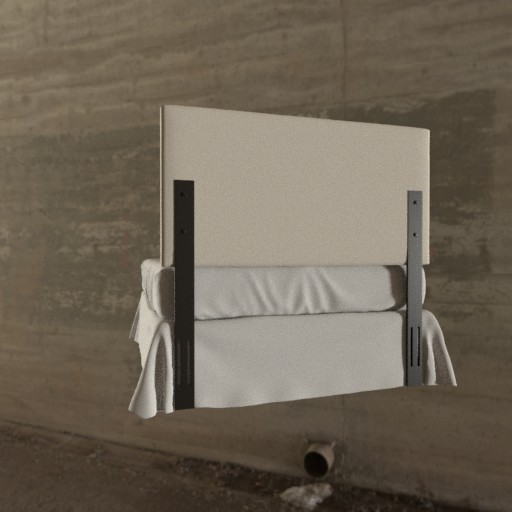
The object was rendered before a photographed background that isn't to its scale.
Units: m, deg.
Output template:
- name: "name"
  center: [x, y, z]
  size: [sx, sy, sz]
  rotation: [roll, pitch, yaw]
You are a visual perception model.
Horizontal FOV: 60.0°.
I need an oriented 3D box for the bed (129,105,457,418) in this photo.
- name: "bed"
  center: [0.000, 0.000, 3.467]
  size: [1.936, 1.577, 2.222]
  rotation: [0, 1, -17]
